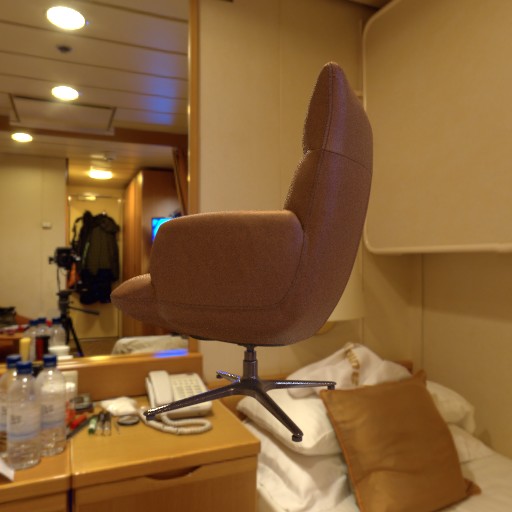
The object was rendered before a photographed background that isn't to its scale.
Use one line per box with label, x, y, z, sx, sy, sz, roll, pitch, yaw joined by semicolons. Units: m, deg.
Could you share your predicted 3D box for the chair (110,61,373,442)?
chair;0.000;0.000;1.552;0.794;1.027;0.711;0;-1;20
